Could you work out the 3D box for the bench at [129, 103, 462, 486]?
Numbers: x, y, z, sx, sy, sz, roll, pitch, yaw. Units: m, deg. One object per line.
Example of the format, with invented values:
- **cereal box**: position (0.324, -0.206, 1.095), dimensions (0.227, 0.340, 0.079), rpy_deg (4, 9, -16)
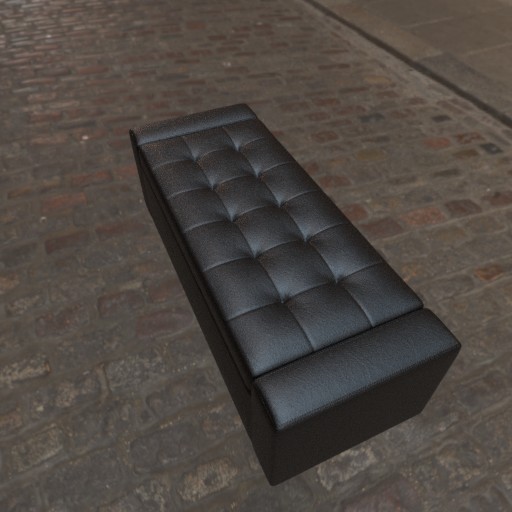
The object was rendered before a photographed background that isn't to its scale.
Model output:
- **bench**: position (0.000, 0.000, 1.529), dimensions (0.508, 0.445, 1.296), rpy_deg (-18, 49, -17)
